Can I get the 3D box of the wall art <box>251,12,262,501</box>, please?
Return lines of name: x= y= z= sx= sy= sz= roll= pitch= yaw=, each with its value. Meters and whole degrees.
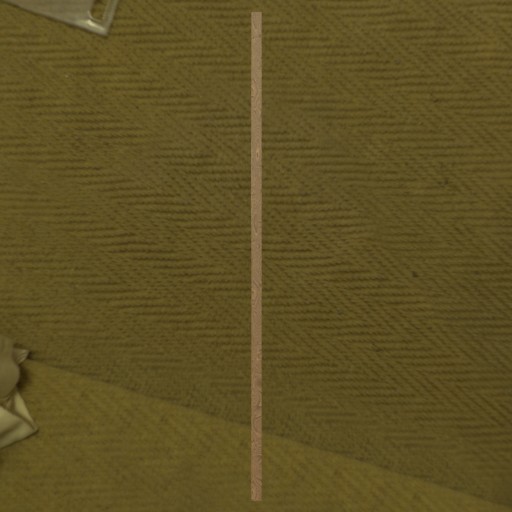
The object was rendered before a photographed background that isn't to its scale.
wall art: x=0.000 y=0.000 z=1.145 sx=0.019 sy=0.626 sz=0.917 roll=0 pitch=91 yaw=0
